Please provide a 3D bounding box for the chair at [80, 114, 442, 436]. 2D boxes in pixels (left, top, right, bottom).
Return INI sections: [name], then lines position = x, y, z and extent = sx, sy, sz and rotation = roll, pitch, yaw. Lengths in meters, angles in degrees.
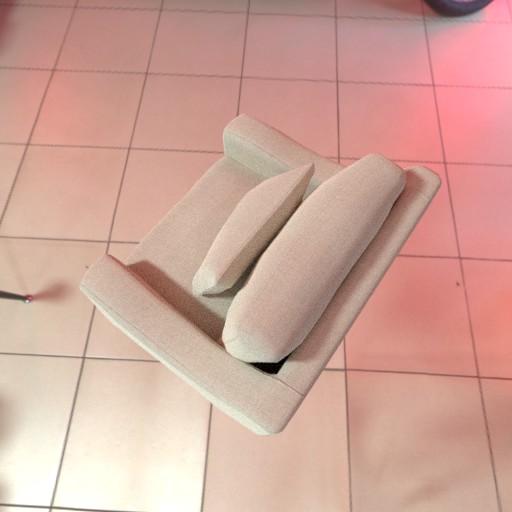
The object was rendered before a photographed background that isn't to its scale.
[chair]
position = 0.000, 0.000, 1.961
extent = 1.009, 1.016, 1.178
rotation = 33, 69, 15
